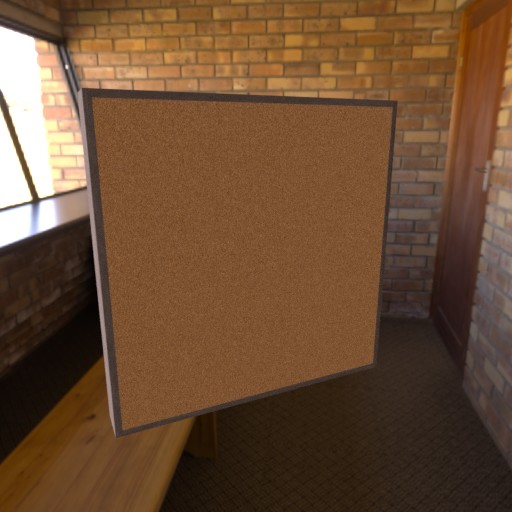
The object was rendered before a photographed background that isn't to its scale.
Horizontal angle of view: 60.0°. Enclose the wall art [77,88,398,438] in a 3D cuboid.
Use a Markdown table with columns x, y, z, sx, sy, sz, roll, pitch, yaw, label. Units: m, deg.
| x | y | z | sx | sy | sz | roll | pitch | yaw | label |
| --- | --- | --- | --- | --- | --- | --- | --- | --- | --- |
| 0.000 | 0.000 | 0.445 | 0.303 | 0.302 | 0.038 | -7 | 17 | -24 | wall art |
